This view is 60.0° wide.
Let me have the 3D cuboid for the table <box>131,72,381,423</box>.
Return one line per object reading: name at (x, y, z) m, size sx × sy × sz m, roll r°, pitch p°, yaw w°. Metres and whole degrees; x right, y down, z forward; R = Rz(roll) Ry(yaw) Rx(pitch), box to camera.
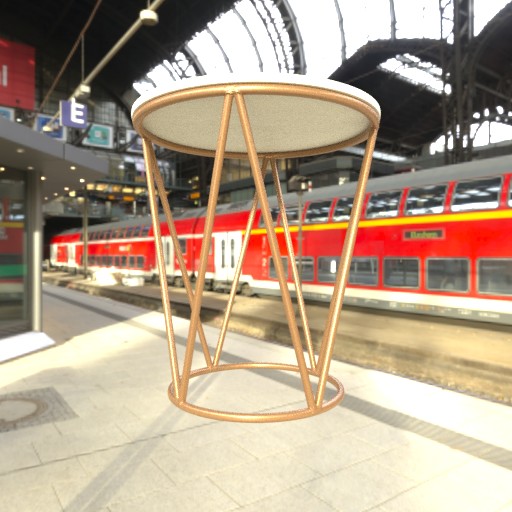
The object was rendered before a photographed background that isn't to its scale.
table at (0.000, 0.000, 0.927) m, size 0.500 × 0.564 × 0.500 m, roll 0°, pitch 1°, yaw 0°
